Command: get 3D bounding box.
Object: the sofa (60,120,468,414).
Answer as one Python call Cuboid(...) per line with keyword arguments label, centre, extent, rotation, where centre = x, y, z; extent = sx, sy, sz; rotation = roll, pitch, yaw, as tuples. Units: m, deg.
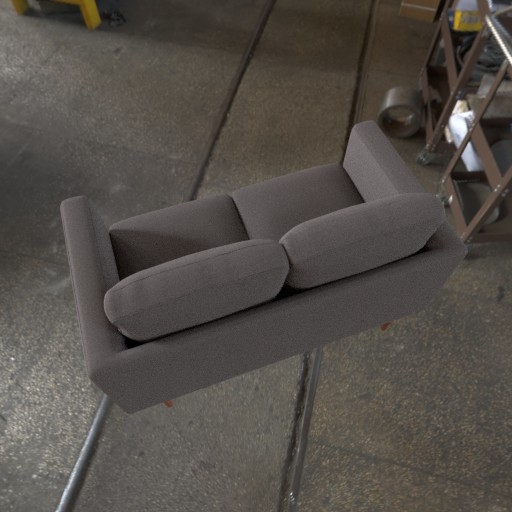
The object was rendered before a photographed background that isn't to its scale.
Cuboid(label="sofa", centre=(0.000, 0.000, 1.926), extent=(1.430, 0.908, 0.796), rotation=(-17, 60, -10))
